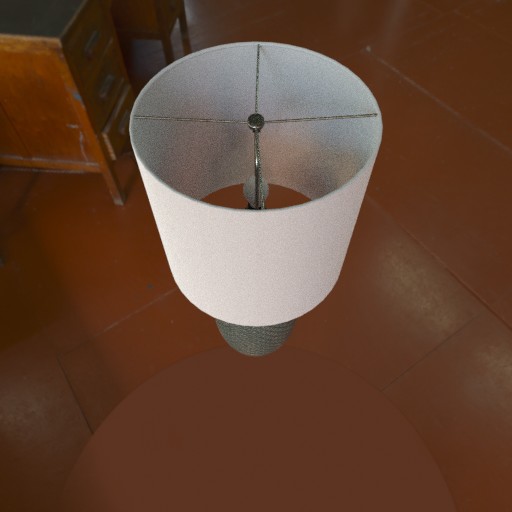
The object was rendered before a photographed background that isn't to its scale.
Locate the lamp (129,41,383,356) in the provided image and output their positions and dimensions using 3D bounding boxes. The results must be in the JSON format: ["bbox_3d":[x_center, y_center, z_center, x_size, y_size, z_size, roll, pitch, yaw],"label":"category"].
[{"bbox_3d":[0.000,0.000,0.573,0.217,0.453,0.217,-1,57,0],"label":"lamp"}]
